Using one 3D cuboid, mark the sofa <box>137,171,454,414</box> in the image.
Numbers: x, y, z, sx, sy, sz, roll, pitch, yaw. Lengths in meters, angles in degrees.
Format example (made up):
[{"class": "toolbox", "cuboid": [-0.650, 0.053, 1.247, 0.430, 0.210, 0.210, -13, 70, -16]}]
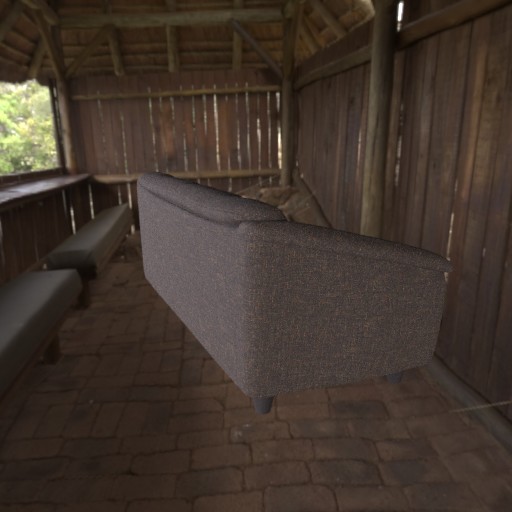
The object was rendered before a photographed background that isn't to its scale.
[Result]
[{"class": "sofa", "cuboid": [0.000, 0.000, 2.299, 0.887, 0.790, 1.849, -8, 18, -26]}]
